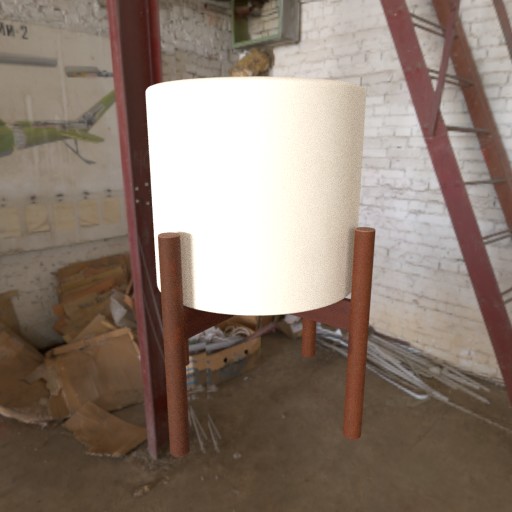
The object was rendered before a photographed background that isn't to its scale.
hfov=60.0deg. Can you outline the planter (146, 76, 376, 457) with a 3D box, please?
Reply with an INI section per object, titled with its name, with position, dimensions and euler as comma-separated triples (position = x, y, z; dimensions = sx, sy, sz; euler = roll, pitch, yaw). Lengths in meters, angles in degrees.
[planter]
position = 0.000, 0.000, 0.508
dimensions = 0.224, 0.358, 0.224
euler = -2, 15, -8
